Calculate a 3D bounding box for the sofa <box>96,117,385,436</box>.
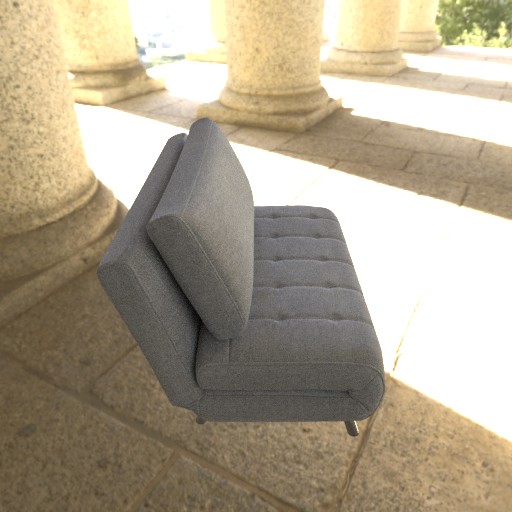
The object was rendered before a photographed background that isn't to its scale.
[{"bbox_3d":[0.000,0.000,1.929,0.910,0.910,1.220,0,32,0],"label":"sofa"}]
